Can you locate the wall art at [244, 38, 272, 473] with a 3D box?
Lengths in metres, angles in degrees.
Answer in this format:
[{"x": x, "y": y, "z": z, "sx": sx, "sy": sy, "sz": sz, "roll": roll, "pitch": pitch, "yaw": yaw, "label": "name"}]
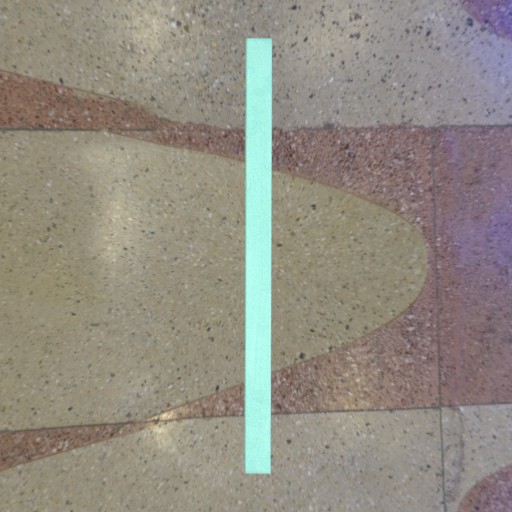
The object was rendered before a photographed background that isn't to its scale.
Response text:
[{"x": 0.000, "y": 0.000, "z": 1.159, "sx": 0.054, "sy": 0.766, "sz": 0.765, "roll": 0, "pitch": 90, "yaw": 0, "label": "wall art"}]
